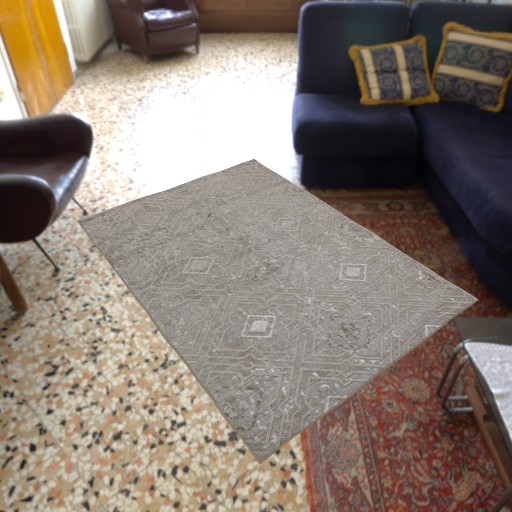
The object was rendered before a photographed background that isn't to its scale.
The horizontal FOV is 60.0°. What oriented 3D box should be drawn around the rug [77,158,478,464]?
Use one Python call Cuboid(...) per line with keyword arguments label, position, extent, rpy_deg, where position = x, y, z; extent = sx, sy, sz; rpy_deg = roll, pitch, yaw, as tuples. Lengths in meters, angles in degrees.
Cuboid(label="rug", position=(0.000, 0.000, 4.412), extent=(2.448, 0.020, 3.359), rpy_deg=(-25, 46, -27))
